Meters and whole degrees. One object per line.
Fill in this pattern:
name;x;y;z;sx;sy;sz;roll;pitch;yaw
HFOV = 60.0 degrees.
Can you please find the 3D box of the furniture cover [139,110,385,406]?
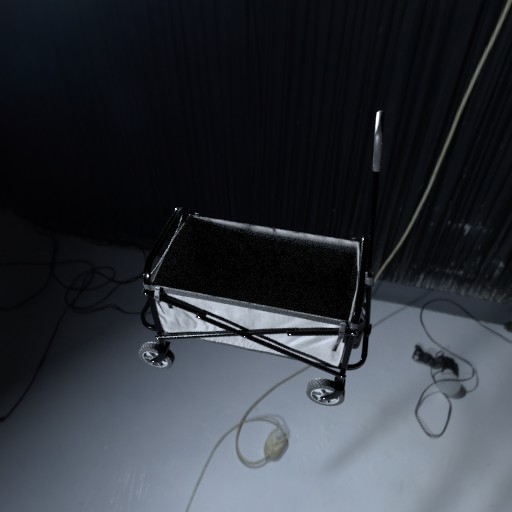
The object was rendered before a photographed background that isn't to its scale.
furniture cover;0.000;0.000;1.796;1.038;1.295;0.532;10;45;10
